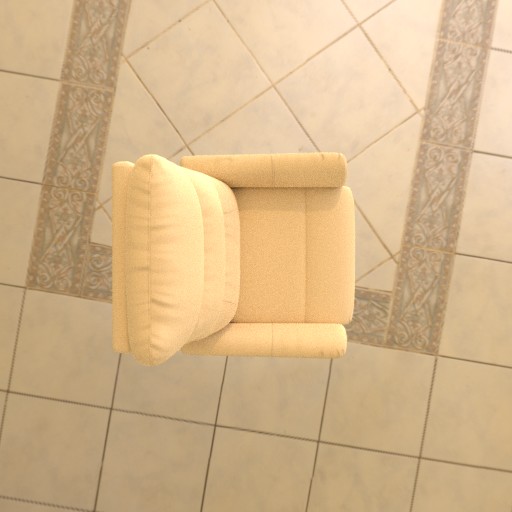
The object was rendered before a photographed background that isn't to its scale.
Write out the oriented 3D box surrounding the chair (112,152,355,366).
[{"bbox_3d":[0.000,0.000,1.660,0.831,1.082,0.775,0,91,-1],"label":"chair"}]
